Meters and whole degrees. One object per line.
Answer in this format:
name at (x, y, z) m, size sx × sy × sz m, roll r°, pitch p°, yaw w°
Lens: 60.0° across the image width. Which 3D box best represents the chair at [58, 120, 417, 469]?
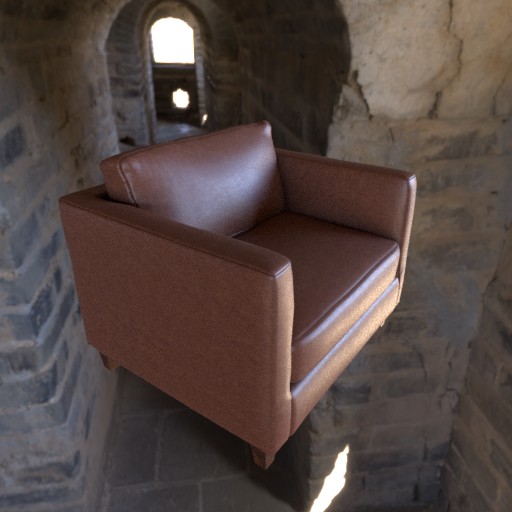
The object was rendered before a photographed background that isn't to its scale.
chair at (0.000, 0.000, 1.803) m, size 0.959 × 0.917 × 1.107 m, roll 18°, pitch 32°, yaw 32°
